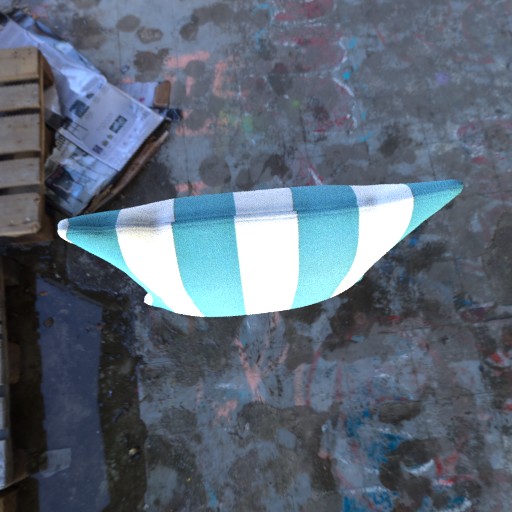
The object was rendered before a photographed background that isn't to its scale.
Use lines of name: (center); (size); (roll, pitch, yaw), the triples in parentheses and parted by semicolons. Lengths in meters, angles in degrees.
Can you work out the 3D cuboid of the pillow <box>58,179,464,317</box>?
pillow: (0.000, 0.000, 0.813); (0.536, 0.526, 0.189); (-7, 75, -2)
